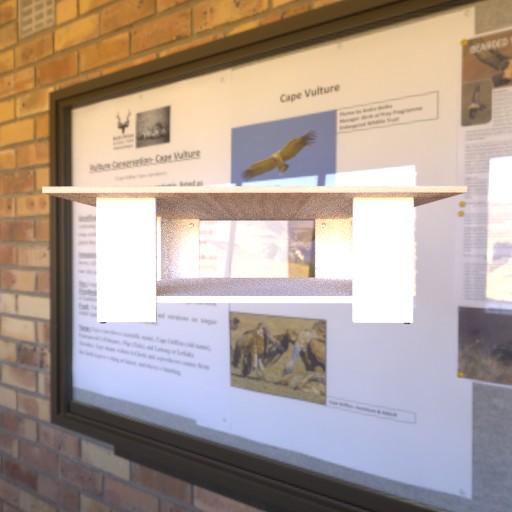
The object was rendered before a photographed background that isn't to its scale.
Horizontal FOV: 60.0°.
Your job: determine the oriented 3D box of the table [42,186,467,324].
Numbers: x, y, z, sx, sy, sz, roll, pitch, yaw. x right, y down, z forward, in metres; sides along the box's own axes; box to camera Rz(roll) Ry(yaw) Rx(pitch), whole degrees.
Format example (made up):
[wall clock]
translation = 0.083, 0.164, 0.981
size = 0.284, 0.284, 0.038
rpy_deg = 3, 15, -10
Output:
[table]
translation = 0.000, 0.000, 1.375
size = 0.890, 0.305, 0.890
rpy_deg = 0, 1, 1
